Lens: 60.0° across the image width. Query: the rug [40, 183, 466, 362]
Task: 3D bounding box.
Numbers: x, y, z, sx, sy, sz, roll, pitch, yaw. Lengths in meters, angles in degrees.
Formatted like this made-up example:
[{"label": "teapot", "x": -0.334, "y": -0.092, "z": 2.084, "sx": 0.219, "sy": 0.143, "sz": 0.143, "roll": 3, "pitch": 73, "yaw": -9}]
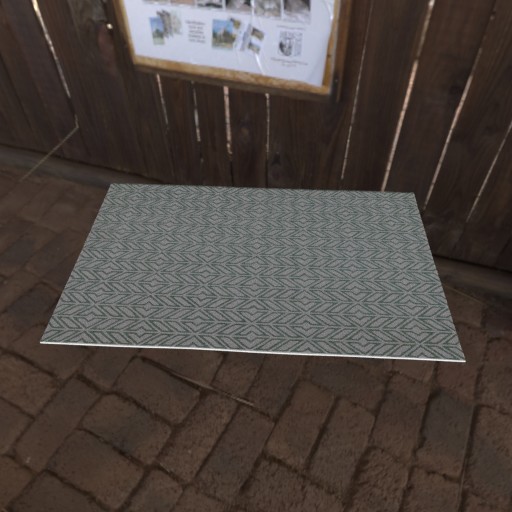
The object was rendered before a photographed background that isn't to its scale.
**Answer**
[{"label": "rug", "x": 0.000, "y": 0.000, "z": 3.051, "sx": 2.435, "sy": 0.011, "sz": 1.517, "roll": 2, "pitch": 46, "yaw": 2}]
